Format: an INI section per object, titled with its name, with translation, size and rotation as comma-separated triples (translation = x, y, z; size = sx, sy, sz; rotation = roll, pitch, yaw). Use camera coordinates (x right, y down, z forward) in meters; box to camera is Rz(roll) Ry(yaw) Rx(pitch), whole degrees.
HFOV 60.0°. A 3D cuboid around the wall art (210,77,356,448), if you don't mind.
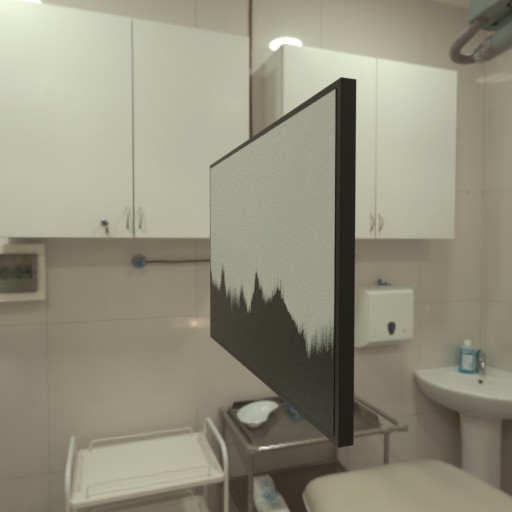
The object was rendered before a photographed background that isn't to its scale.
[wall art]
translation = 0.000, 0.000, 0.845
size = 0.022, 0.446, 0.659
rotation = -1, 2, -19
